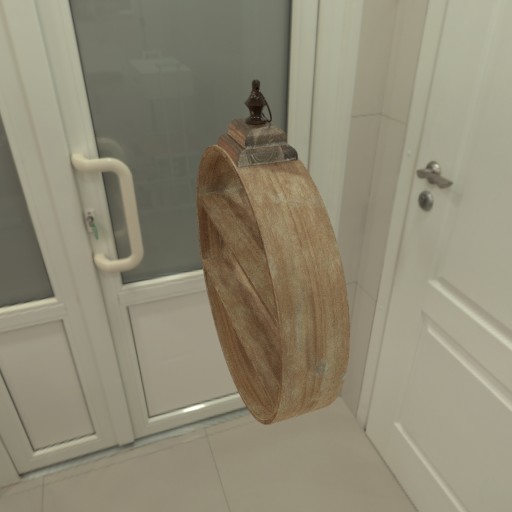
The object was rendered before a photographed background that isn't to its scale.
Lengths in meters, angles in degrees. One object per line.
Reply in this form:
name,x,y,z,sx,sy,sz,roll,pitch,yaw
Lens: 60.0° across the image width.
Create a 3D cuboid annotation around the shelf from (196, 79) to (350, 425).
shelf,0.000,0.000,0.965,0.125,0.725,0.601,-11,33,-17
